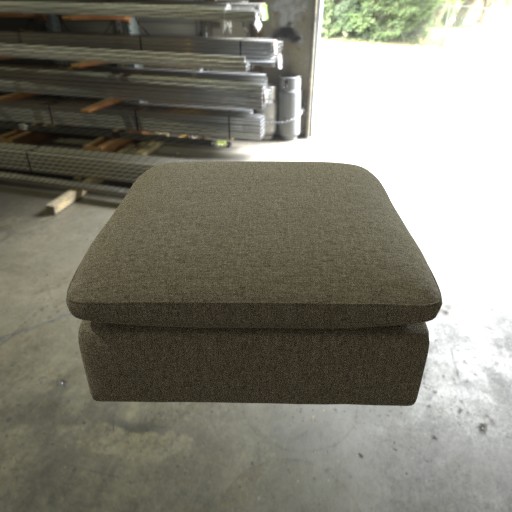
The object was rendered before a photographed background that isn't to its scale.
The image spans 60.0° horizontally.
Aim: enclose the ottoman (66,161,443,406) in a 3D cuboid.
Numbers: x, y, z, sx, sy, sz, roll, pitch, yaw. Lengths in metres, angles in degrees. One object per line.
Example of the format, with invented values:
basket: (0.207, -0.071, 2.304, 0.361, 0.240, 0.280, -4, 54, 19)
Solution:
ottoman: (0.000, 0.000, 1.648, 1.035, 0.526, 1.039, 1, 30, 1)
